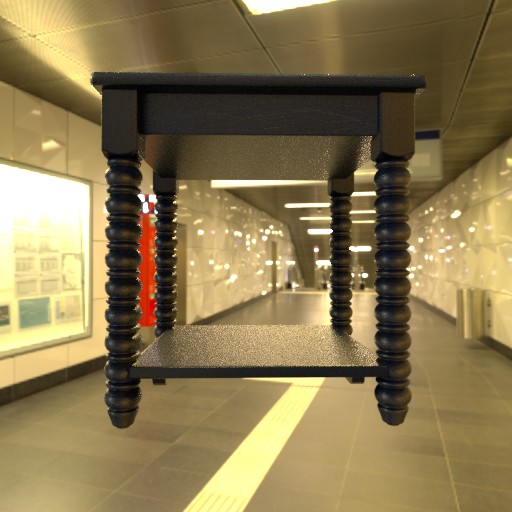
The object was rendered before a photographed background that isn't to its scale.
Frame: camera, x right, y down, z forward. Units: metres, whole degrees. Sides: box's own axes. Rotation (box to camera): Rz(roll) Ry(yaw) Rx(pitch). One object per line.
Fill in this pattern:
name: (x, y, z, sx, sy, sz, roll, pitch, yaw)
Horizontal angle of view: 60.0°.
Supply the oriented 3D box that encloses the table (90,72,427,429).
table: (0.000, 0.000, 0.939, 0.533, 0.567, 0.500, 0, -1, -2)
